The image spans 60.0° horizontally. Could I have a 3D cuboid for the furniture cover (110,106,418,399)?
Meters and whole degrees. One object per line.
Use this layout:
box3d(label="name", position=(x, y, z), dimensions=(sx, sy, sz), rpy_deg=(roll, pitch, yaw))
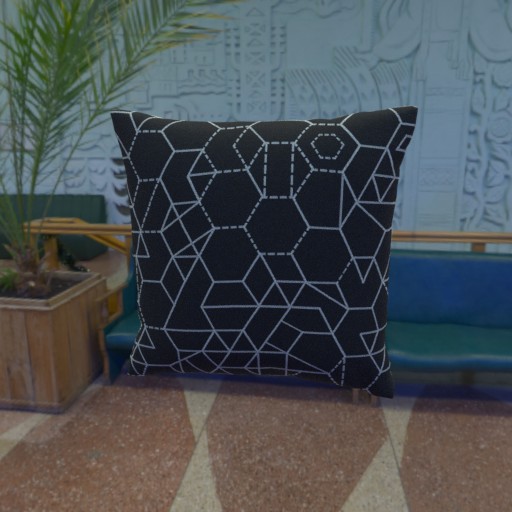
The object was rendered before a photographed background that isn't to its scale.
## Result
box3d(label="furniture cover", position=(0.000, 0.000, 0.793), dimensions=(0.517, 0.508, 0.158), rpy_deg=(2, 13, 9))
